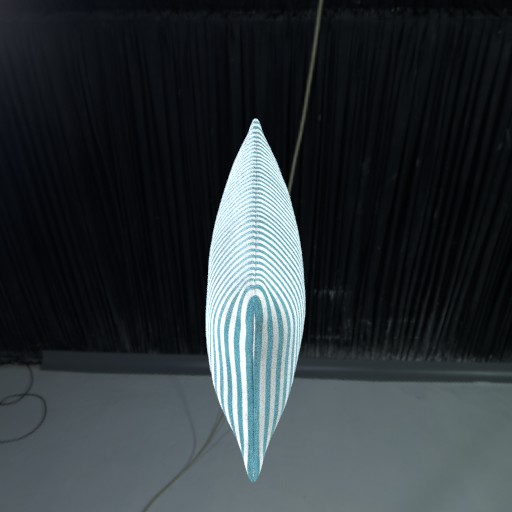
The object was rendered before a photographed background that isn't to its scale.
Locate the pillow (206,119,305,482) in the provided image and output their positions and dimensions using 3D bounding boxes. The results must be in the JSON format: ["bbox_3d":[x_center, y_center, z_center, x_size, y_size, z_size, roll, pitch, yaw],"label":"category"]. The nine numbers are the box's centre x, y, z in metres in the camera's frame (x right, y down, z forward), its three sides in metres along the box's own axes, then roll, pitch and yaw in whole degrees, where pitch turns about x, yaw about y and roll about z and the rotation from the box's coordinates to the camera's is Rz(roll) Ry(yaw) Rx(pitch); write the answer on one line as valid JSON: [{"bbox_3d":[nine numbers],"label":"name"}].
[{"bbox_3d":[0.000,0.000,0.742,0.151,0.295,0.617,0,32,0],"label":"pillow"}]
